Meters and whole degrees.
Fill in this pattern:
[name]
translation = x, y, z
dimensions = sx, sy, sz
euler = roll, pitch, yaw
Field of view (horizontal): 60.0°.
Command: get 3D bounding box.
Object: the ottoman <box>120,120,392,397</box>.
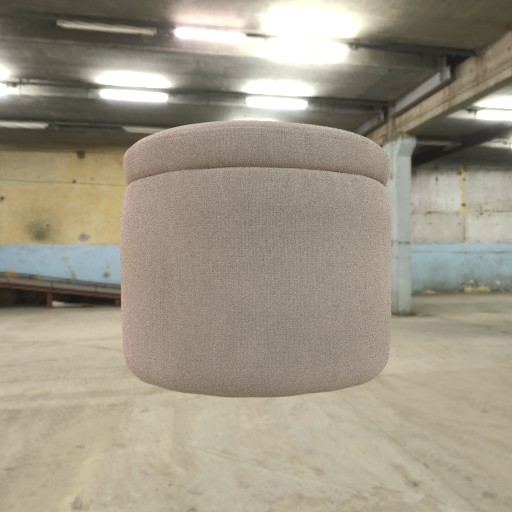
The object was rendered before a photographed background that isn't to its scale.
[ottoman]
translation = 0.000, 0.000, 0.850
dimensions = 0.497, 0.409, 0.497
euler = 0, -1, 0
